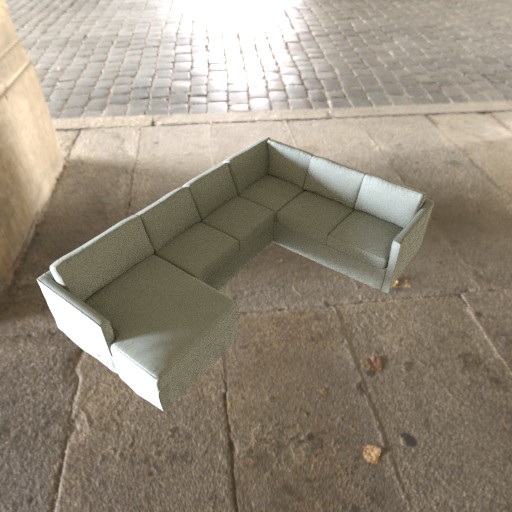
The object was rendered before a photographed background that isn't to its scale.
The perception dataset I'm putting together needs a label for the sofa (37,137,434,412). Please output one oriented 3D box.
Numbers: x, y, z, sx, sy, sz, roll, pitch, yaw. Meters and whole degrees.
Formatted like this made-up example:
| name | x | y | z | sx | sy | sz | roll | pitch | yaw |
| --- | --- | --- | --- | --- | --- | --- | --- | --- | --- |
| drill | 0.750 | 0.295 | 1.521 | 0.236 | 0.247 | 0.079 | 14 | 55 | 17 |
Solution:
| name | x | y | z | sx | sy | sz | roll | pitch | yaw |
| --- | --- | --- | --- | --- | --- | --- | --- | --- | --- |
| sofa | 0.000 | 0.000 | 4.621 | 2.440 | 0.869 | 3.434 | 26 | 48 | 27 |
